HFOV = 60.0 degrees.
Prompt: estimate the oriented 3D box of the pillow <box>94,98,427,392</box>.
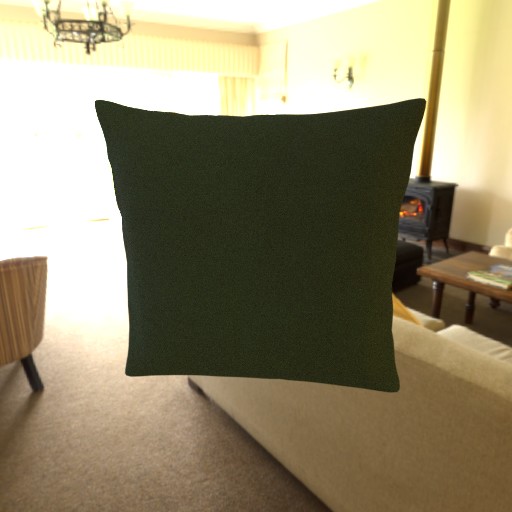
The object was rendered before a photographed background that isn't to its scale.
[{"bbox_3d":[0.000,0.000,0.760,0.523,0.510,0.166,2,17,7],"label":"pillow"}]
